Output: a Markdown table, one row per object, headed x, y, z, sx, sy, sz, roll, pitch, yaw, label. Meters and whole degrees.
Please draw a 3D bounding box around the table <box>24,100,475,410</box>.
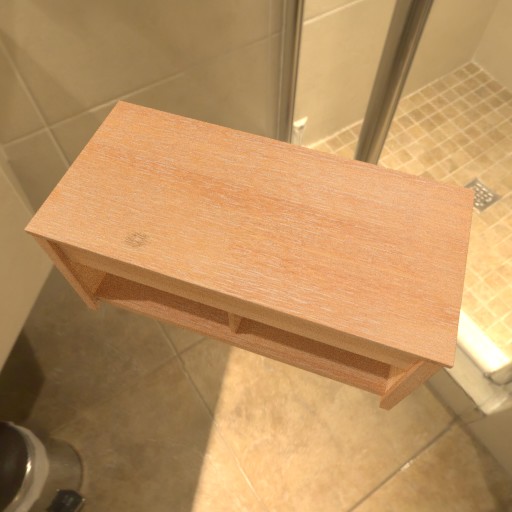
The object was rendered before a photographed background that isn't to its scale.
| x | y | z | sx | sy | sz | roll | pitch | yaw | label |
| --- | --- | --- | --- | --- | --- | --- | --- | --- | --- |
| 0.000 | 0.000 | 1.295 | 1.016 | 0.457 | 0.483 | 17 | 61 | 10 | table |
